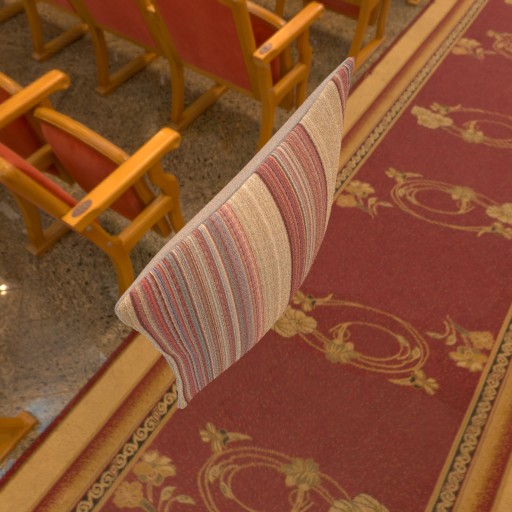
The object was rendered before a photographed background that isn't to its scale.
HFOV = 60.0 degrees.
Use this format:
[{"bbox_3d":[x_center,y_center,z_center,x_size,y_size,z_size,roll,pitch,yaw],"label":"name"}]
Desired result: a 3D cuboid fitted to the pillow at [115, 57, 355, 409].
[{"bbox_3d":[0.000,0.000,0.654,0.136,0.419,0.437,31,64,17],"label":"pillow"}]
